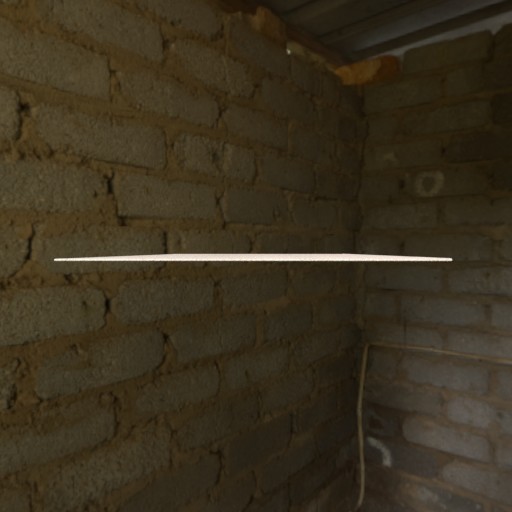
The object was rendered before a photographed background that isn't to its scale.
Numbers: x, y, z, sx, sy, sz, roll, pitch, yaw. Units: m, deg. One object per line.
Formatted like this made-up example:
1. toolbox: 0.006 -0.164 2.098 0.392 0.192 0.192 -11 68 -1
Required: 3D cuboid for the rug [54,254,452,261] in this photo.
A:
1. rug: 0.000 0.000 2.278 1.236 0.009 1.839 0 1 1
